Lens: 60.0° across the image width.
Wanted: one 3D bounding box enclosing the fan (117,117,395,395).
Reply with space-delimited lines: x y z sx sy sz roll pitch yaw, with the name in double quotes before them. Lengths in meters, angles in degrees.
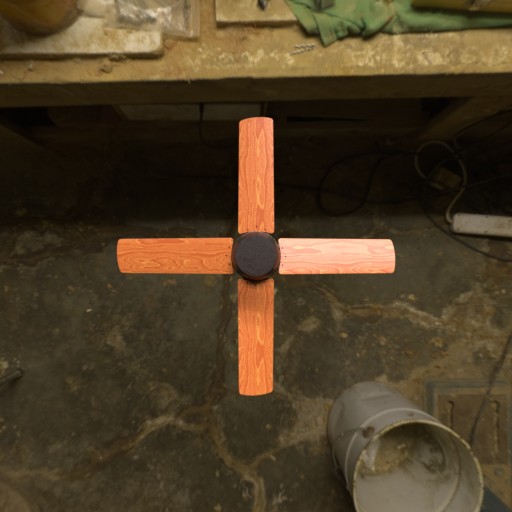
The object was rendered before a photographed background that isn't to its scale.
"fan" 0.000 0.000 2.029 1.332 0.403 1.332 0 90 0
